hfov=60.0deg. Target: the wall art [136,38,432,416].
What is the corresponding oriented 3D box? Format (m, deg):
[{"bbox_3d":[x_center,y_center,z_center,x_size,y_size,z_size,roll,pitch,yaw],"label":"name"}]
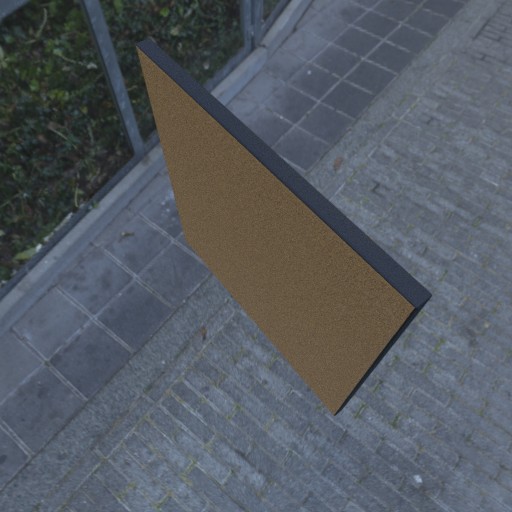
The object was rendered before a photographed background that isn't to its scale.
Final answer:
[{"bbox_3d":[0.000,0.000,0.657,0.022,0.453,0.456,-34,65,-19],"label":"wall art"}]
